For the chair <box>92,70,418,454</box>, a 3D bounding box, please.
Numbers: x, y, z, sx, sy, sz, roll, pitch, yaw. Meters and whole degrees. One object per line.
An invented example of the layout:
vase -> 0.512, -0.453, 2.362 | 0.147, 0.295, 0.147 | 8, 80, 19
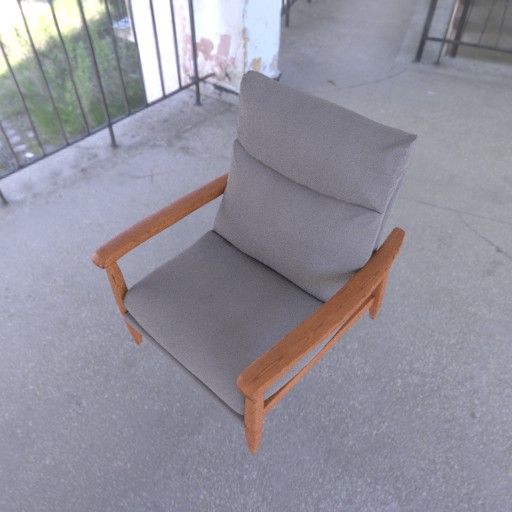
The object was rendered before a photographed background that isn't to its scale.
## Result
chair -> 0.000, 0.000, 1.521 | 0.782, 0.922, 0.816 | 34, 55, 28
